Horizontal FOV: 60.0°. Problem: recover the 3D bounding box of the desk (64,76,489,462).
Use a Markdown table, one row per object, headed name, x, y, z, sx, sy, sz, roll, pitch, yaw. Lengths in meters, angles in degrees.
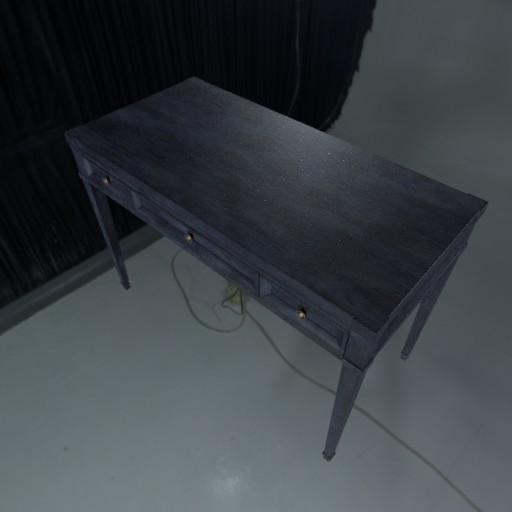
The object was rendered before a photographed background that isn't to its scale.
| name | x | y | z | sx | sy | sz | roll | pitch | yaw |
| --- | --- | --- | --- | --- | --- | --- | --- | --- | --- |
| desk | 0.000 | 0.000 | 1.755 | 1.289 | 0.861 | 0.630 | 33 | 54 | 28 |
